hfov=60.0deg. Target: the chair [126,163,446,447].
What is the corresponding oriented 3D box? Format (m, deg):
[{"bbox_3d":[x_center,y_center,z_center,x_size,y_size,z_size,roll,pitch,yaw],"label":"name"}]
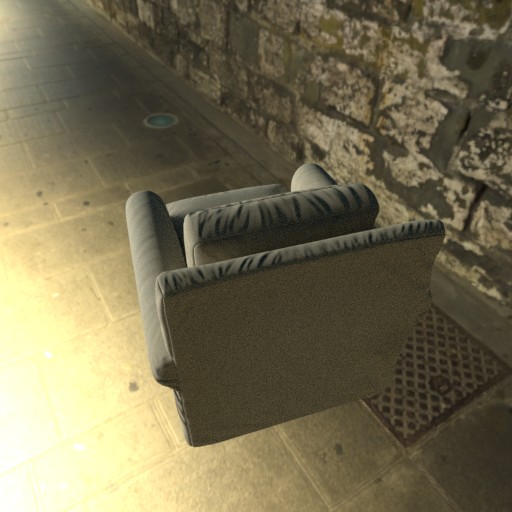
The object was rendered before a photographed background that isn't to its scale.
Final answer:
[{"bbox_3d":[0.000,0.000,1.767,0.940,0.866,1.066,-12,43,-13],"label":"chair"}]
